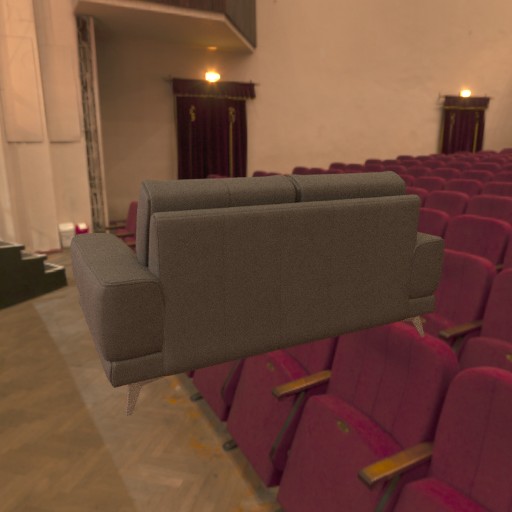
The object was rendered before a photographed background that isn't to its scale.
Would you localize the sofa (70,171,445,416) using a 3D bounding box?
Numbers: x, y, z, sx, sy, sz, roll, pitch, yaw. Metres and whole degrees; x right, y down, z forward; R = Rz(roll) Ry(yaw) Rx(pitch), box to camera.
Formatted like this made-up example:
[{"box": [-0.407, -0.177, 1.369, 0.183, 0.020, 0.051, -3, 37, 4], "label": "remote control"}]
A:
[{"box": [0.000, 0.000, 2.405, 1.806, 0.907, 1.018, -7, 16, -26], "label": "sofa"}]
